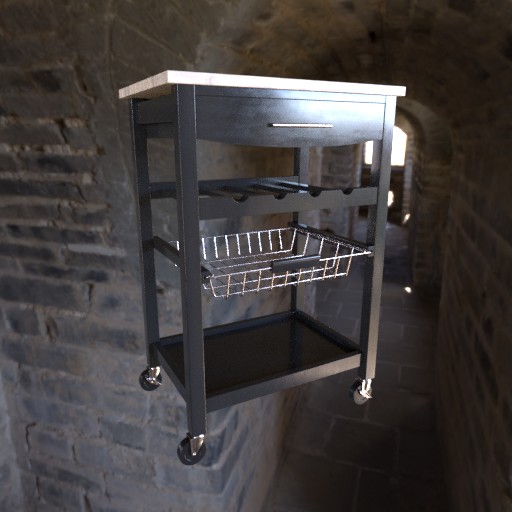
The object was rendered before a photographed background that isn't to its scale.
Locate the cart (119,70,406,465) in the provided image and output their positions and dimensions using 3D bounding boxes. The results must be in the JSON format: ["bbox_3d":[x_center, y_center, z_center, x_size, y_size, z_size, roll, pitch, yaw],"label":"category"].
[{"bbox_3d":[0.000,0.000,1.179,0.584,0.839,0.403,-8,17,-27],"label":"cart"}]
